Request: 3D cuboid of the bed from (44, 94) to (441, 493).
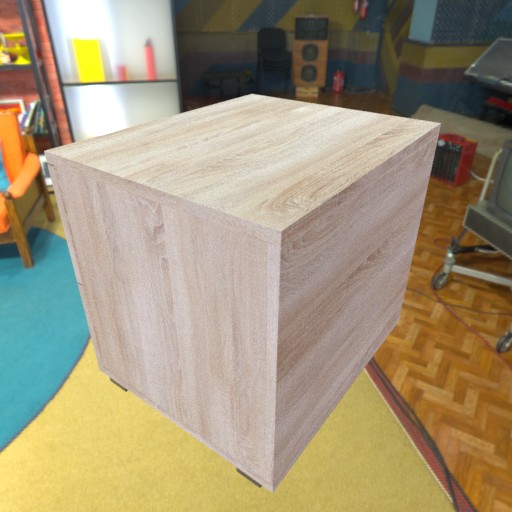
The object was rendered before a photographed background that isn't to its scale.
[{"bbox_3d":[0.000,0.000,0.765,0.401,0.420,0.460,21,37,31],"label":"bed"}]
